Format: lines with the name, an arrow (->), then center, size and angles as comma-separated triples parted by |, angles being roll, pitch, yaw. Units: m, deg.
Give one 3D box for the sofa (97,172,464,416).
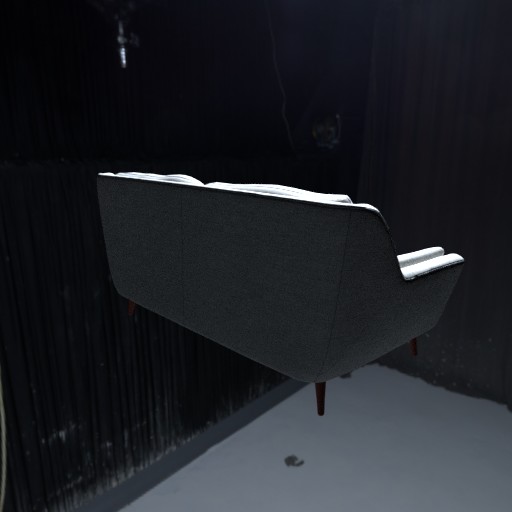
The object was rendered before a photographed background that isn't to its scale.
sofa -> 0.000, 0.000, 2.456 | 1.930, 0.897, 0.976 | 15, 21, 43
